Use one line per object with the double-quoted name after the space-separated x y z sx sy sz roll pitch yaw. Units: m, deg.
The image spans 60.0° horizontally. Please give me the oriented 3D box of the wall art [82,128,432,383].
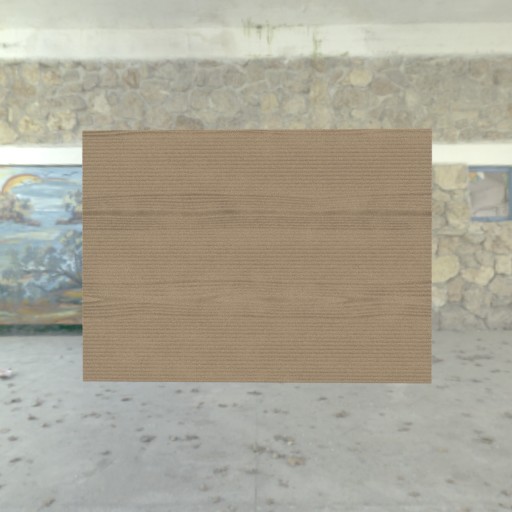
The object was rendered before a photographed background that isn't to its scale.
0.000 0.000 1.097 0.841 0.609 0.063 0 0 1 "wall art"
